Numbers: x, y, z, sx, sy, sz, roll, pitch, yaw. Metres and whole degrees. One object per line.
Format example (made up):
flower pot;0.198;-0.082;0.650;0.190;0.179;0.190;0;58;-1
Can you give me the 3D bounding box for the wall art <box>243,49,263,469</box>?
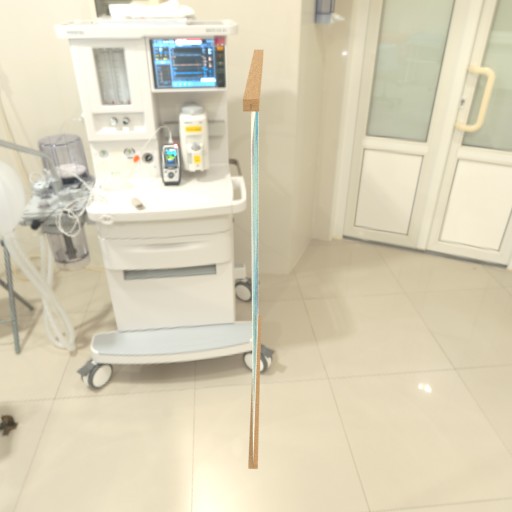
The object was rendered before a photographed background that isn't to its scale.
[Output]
wall art;0.000;0.000;0.645;0.013;0.510;0.335;1;31;1
